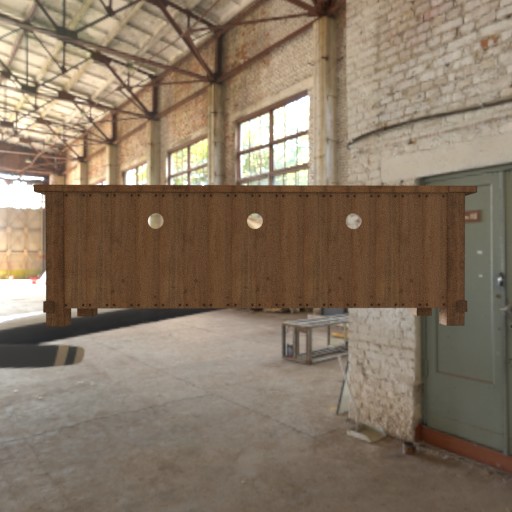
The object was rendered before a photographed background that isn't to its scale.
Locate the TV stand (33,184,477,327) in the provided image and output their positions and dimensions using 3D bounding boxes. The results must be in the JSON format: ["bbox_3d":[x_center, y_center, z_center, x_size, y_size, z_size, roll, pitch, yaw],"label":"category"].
[{"bbox_3d":[0.000,0.000,2.020,1.804,0.573,0.453,0,-1,-1],"label":"TV stand"}]
